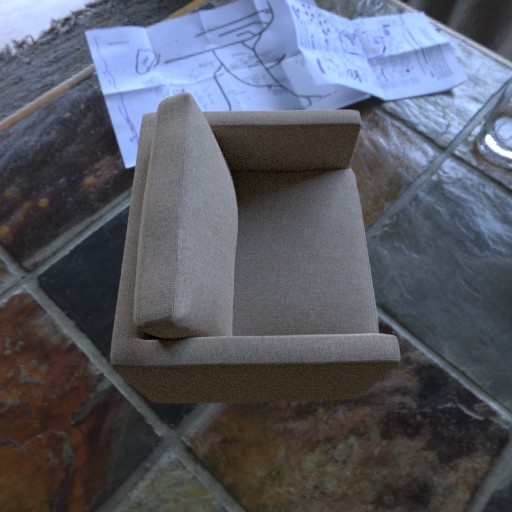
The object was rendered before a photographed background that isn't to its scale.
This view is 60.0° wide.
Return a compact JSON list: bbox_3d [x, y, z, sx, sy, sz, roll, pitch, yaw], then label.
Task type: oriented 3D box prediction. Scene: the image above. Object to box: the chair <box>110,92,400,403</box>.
[{"bbox_3d":[0.000,0.000,1.879,0.959,0.987,1.107,-1,63,0],"label":"chair"}]
